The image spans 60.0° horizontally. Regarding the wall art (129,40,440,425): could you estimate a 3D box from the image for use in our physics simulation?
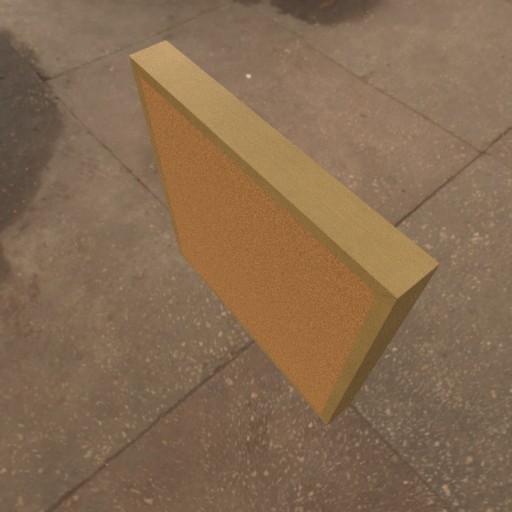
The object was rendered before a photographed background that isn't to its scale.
[{"bbox_3d":[0.000,0.000,0.451,0.038,0.305,0.305,-34,63,-20],"label":"wall art"}]
